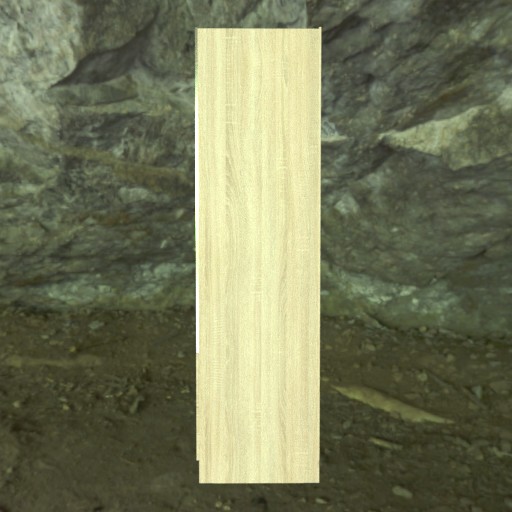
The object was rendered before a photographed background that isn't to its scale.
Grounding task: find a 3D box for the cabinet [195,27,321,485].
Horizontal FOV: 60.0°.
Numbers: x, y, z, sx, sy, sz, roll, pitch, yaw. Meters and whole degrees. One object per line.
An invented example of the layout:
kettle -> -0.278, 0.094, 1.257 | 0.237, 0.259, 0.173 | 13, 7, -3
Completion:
cabinet -> 0.000, 0.000, 2.552 | 0.590, 2.121, 1.001 | 0, 2, 0
